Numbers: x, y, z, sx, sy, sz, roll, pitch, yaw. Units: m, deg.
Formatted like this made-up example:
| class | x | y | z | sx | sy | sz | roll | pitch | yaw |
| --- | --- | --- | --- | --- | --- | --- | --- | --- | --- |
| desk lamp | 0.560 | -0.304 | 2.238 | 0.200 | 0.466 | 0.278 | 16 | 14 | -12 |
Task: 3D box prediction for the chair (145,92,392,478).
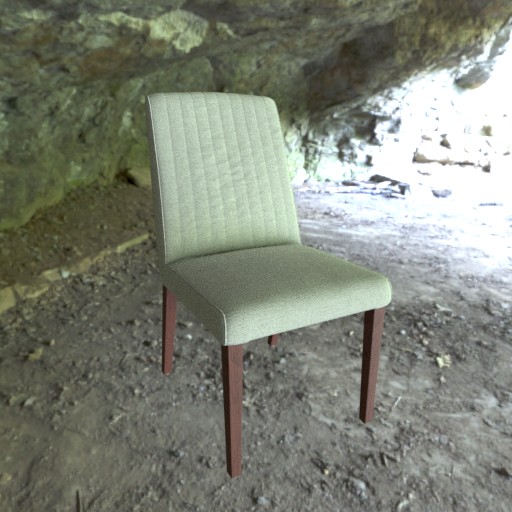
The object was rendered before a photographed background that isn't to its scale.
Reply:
| class | x | y | z | sx | sy | sz | roll | pitch | yaw |
| --- | --- | --- | --- | --- | --- | --- | --- | --- | --- |
| chair | 0.000 | 0.000 | 1.253 | 0.480 | 0.900 | 0.594 | -9 | 19 | -28 |
